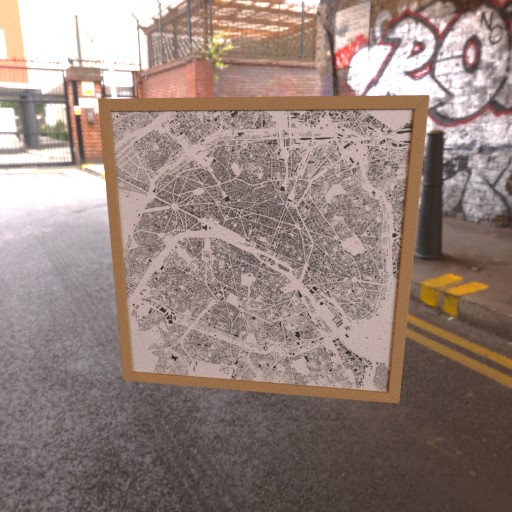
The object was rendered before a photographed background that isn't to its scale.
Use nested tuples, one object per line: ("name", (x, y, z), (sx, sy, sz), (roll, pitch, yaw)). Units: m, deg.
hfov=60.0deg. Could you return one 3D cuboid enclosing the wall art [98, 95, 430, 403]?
("wall art", (0.000, 0.000, 1.128), (0.761, 0.761, 0.037), (2, 16, 8))
